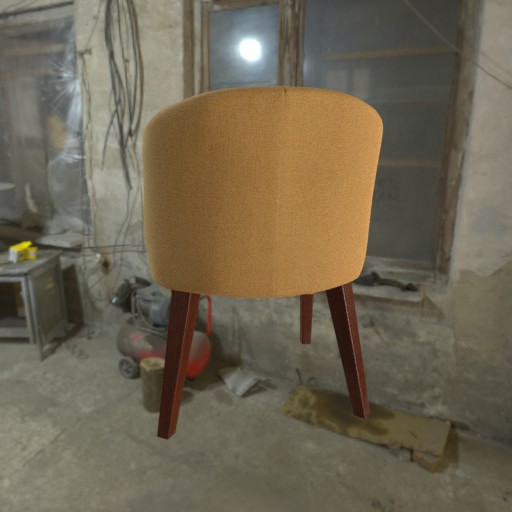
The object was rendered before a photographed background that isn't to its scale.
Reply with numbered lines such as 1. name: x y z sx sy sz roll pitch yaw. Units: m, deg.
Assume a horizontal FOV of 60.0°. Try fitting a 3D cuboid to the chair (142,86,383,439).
1. chair: 0.000 0.000 1.220 0.583 0.811 0.655 -2 14 -9
